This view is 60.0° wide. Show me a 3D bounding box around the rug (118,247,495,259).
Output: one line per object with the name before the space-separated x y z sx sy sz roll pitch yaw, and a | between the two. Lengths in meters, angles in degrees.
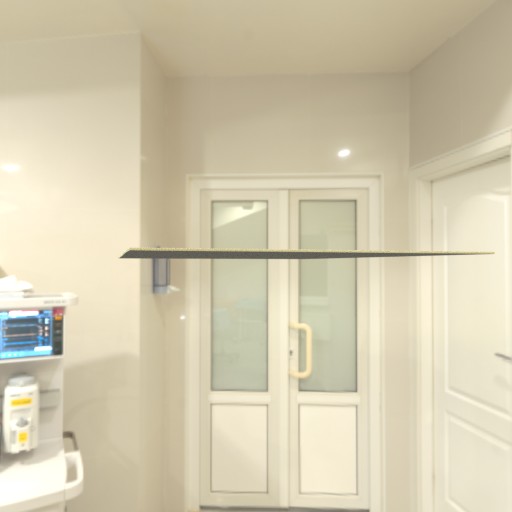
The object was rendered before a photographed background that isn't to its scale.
rug | 0.000 0.000 4.200 2.452 0.016 3.204 0 -1 -18
